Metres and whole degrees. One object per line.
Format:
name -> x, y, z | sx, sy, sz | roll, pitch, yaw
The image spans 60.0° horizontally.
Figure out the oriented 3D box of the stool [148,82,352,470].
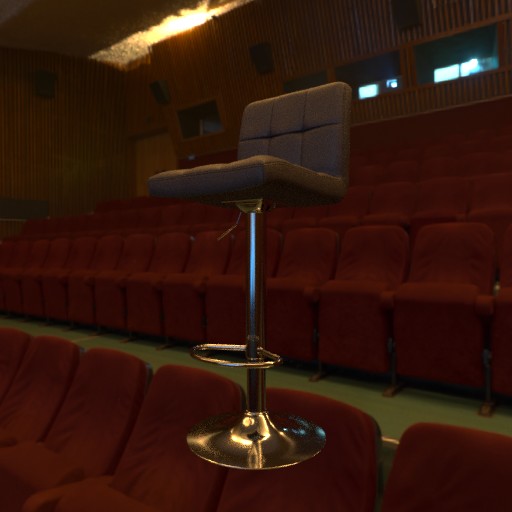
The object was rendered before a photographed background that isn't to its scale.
stool -> 0.000, 0.000, 1.355 | 0.430, 1.115, 0.505 | 1, 1, 37
